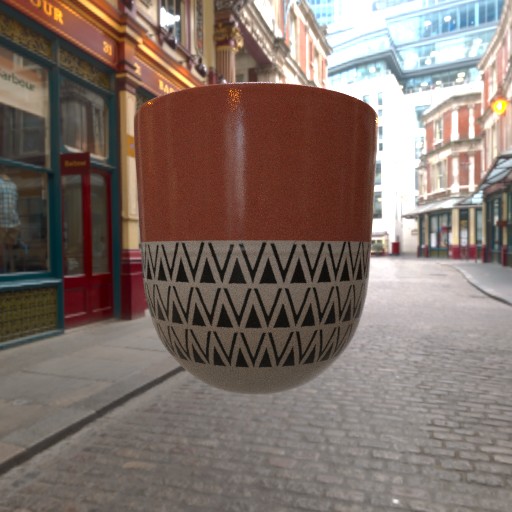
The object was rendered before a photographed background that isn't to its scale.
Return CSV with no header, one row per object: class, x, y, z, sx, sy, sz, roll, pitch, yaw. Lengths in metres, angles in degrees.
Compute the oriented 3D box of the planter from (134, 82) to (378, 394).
planter,0.000,0.000,0.367,0.195,0.214,0.195,0,1,0
